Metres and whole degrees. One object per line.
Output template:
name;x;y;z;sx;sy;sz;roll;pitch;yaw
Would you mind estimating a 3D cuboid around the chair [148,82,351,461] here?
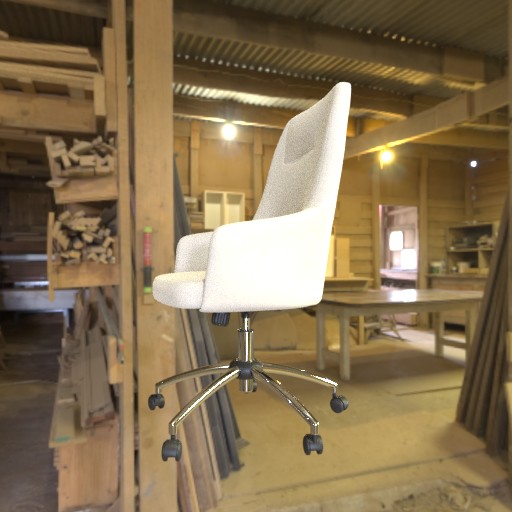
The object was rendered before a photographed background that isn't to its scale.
chair;0.000;0.000;1.420;0.640;1.049;0.620;0;0;-18
